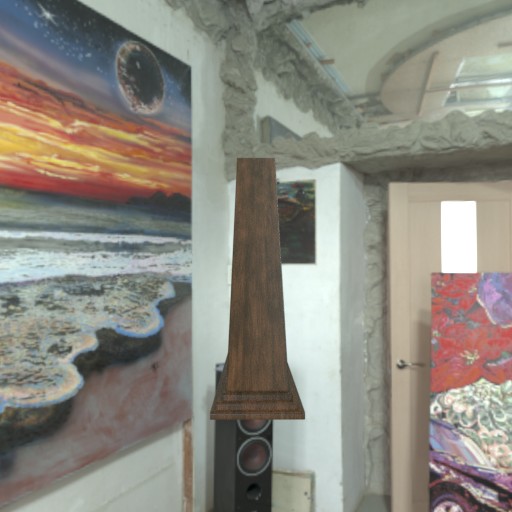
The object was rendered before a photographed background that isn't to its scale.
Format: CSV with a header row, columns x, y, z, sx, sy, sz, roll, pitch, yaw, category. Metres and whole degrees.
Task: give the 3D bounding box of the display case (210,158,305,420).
x,y,z,sx,sy,sz,roll,pitch,yaw,category
0.000,0.000,0.765,0.095,0.340,0.640,0,-1,0,display case
